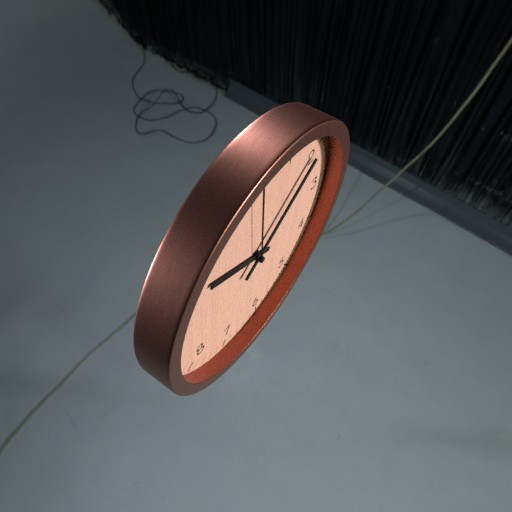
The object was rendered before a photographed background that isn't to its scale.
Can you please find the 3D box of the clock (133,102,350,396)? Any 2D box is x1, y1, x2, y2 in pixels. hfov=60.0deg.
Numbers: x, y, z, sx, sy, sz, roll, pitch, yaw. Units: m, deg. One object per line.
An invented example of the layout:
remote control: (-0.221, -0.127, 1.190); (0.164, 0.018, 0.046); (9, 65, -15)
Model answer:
clock: (0.000, 0.000, 0.465); (0.040, 0.313, 0.313); (31, 64, 17)
